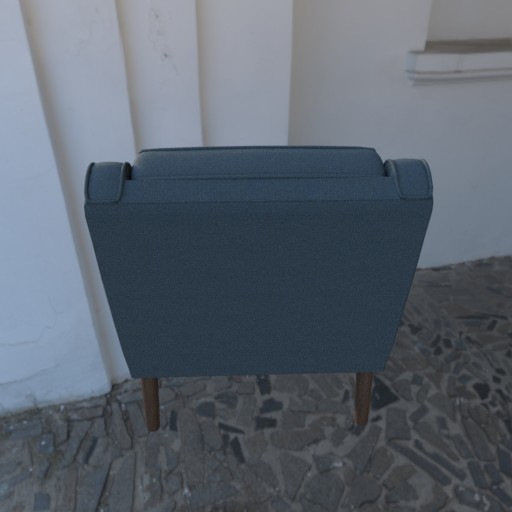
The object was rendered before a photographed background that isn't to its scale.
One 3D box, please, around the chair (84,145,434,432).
[{"bbox_3d":[0.000,0.000,1.282,0.663,0.780,0.733,-1,30,-2],"label":"chair"}]
